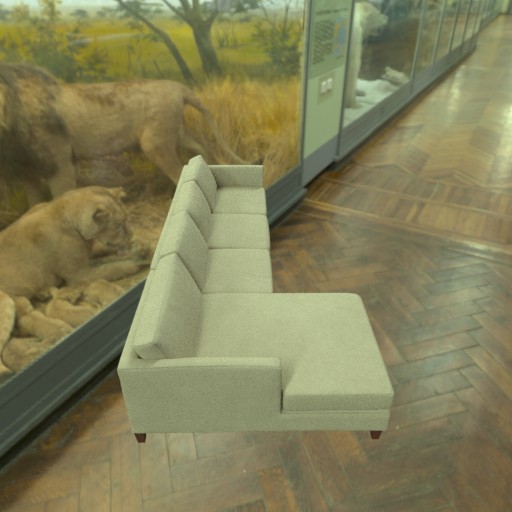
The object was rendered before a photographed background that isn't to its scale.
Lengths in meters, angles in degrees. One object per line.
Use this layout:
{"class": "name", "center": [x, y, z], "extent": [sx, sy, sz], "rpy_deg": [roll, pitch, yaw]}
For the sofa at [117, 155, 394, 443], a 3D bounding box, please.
{"class": "sofa", "center": [0.000, 0.000, 3.946], "extent": [1.625, 0.846, 3.186], "rpy_deg": [-1, 32, -1]}
